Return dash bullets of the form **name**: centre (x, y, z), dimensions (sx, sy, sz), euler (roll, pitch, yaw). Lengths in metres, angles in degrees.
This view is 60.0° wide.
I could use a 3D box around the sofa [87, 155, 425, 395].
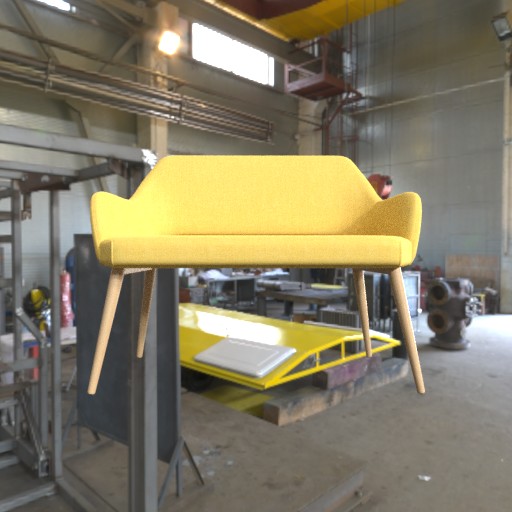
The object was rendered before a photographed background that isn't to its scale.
- **sofa**: centre (0.000, 0.000, 1.628), dimensions (1.150, 0.840, 0.610), euler (0, 2, 0)
